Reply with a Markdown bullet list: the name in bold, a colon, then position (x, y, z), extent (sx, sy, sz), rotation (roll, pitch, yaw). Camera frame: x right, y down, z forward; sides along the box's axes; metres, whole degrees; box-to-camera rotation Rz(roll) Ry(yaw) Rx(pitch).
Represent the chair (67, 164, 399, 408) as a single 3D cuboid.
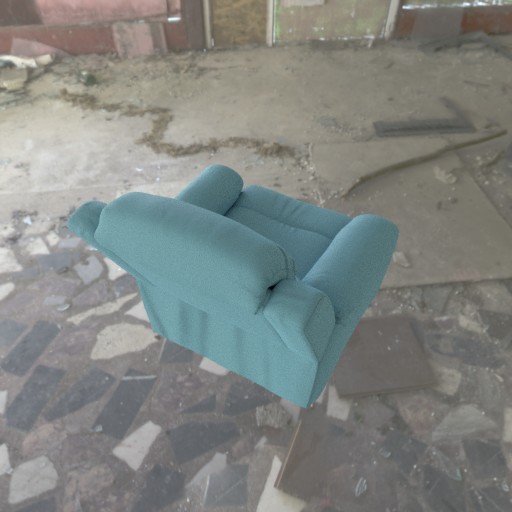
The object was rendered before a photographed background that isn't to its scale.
- **chair**: position (0.000, 0.000, 1.282), extent (0.680, 0.702, 0.709), rotation (22, 49, 20)
